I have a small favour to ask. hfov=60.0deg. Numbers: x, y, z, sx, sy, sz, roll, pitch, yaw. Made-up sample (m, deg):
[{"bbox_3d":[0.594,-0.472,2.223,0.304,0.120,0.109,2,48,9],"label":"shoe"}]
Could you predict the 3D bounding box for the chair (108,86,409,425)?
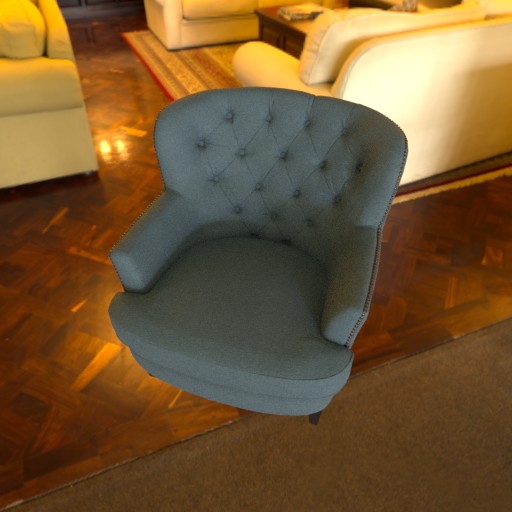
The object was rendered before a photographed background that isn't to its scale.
[{"bbox_3d":[0.000,0.000,1.549,0.848,0.868,0.906,12,42,14],"label":"chair"}]
